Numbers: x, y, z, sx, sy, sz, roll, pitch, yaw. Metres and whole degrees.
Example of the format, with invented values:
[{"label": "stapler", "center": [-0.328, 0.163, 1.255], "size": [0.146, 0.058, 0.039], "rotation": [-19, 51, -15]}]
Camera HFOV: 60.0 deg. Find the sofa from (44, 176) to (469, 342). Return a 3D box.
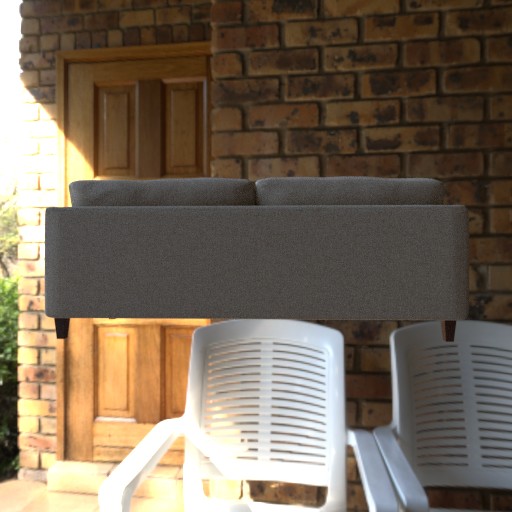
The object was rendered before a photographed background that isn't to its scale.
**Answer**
[{"label": "sofa", "center": [0.000, 0.000, 2.964], "size": [2.434, 0.965, 0.951], "rotation": [0, 0, 2]}]
